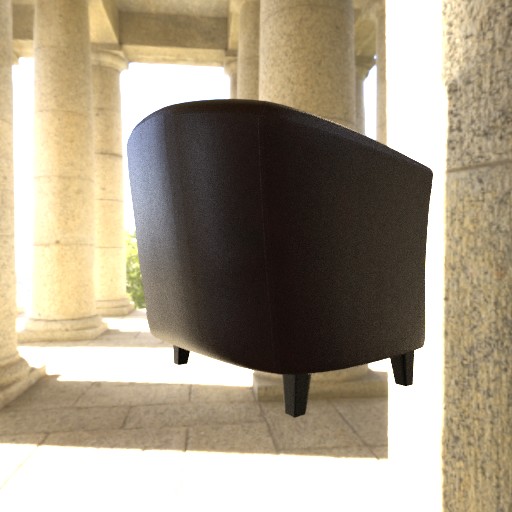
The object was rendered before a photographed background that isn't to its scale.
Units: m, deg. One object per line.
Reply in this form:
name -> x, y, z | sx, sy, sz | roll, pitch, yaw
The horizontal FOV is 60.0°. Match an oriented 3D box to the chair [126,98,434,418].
chair -> 0.000, 0.000, 1.369 | 0.727, 0.756, 0.792 | 0, 0, -36
